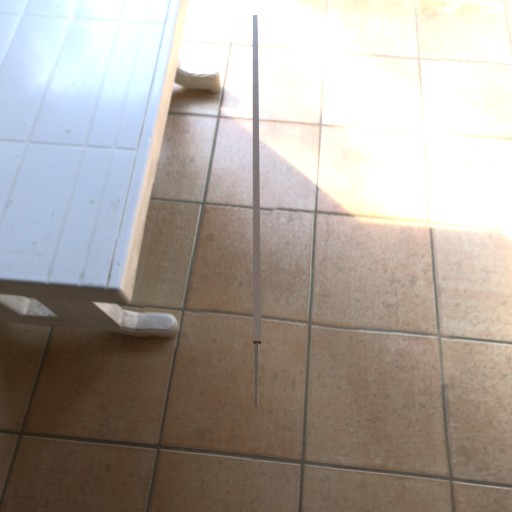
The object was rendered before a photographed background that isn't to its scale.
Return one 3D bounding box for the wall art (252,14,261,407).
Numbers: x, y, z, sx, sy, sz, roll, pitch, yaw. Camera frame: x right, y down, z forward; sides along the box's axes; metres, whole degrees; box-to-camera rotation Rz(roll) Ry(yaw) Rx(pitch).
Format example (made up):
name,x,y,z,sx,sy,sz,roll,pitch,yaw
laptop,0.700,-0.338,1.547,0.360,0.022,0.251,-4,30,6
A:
name,x,y,z,sx,sy,sz,roll,pitch,yaw
wall art,0.000,0.000,1.326,0.013,1.016,0.758,0,66,0
